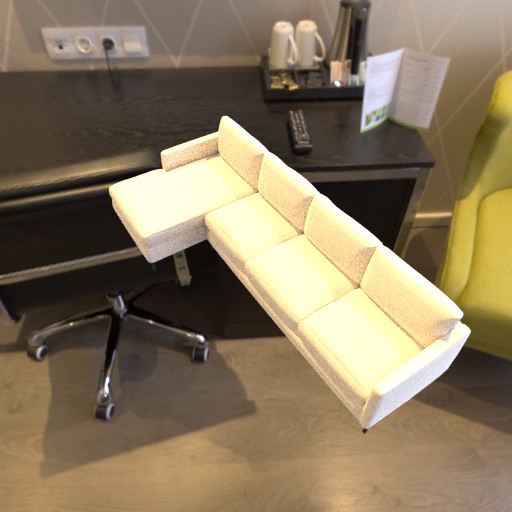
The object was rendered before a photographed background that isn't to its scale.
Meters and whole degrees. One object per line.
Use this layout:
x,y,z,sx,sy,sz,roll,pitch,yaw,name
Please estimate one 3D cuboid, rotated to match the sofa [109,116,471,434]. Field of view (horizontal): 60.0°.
0.000,0.000,3.775,1.467,0.875,3.186,-26,52,-22,sofa
